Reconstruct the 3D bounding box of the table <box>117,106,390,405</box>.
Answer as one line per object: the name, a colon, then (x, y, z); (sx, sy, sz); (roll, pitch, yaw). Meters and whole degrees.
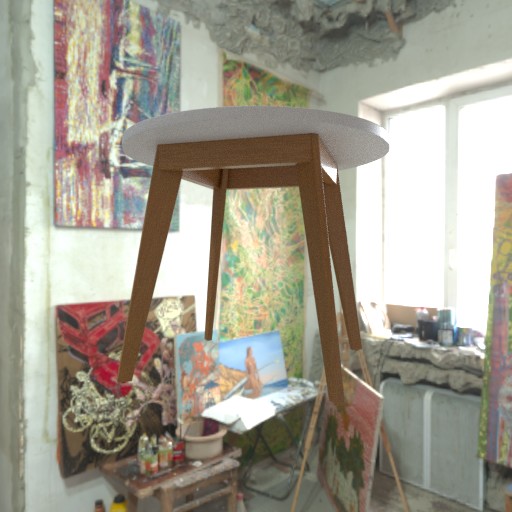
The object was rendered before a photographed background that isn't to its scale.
table: (0.000, 0.000, 1.553); (0.896, 0.762, 0.896); (0, 1, 0)
